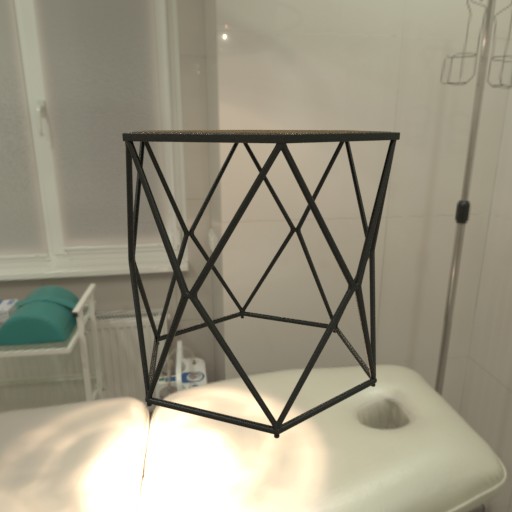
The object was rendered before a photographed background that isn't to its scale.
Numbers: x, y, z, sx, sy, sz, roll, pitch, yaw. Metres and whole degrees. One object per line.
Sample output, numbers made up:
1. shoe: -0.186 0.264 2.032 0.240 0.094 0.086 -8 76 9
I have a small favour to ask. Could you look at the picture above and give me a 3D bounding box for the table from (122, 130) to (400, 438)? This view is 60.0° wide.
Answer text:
1. table: 0.000 0.000 1.039 0.579 0.564 0.578 -2 17 -8
